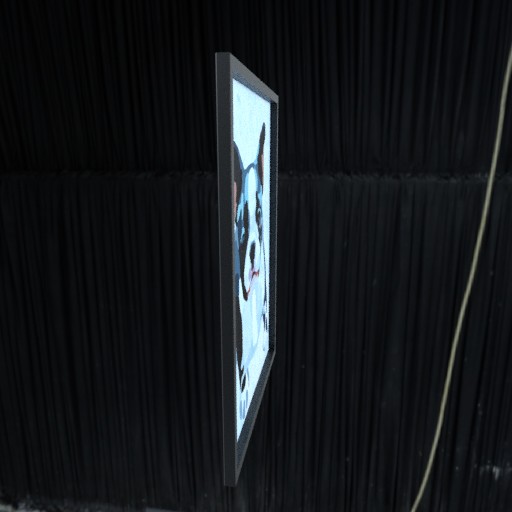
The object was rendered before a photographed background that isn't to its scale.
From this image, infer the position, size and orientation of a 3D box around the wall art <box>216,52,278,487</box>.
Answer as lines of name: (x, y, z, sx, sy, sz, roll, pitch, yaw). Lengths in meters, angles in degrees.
wall art: (0.000, 0.000, 1.383, 0.030, 1.027, 0.774, 2, 14, 10)
